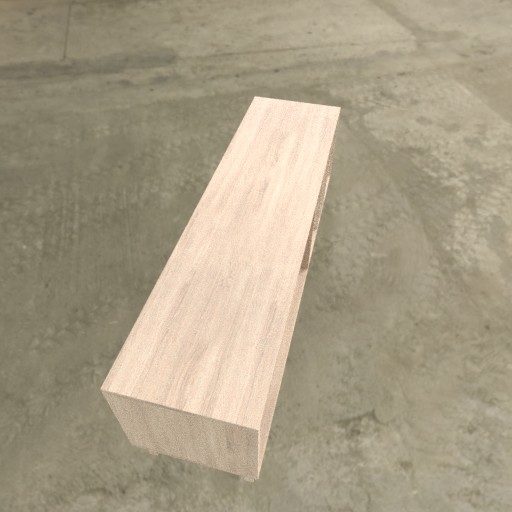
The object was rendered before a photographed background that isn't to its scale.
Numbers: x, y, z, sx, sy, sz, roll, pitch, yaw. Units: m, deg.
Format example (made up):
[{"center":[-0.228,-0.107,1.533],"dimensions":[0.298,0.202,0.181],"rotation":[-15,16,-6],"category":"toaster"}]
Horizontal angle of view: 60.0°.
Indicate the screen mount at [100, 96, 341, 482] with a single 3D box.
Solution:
[{"center":[0.000,0.000,1.730],"dimensions":[0.400,0.510,1.500],"rotation":[11,48,10],"category":"screen mount"}]
